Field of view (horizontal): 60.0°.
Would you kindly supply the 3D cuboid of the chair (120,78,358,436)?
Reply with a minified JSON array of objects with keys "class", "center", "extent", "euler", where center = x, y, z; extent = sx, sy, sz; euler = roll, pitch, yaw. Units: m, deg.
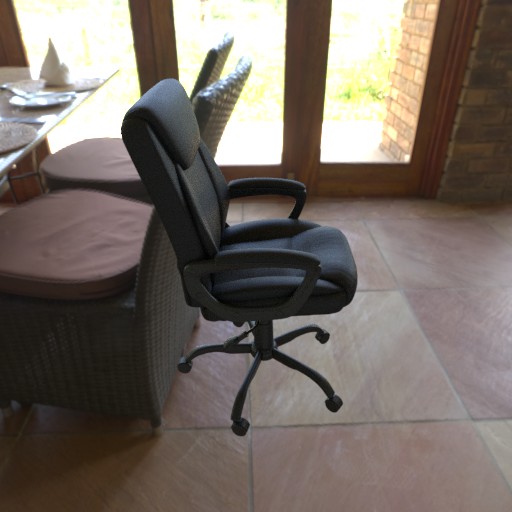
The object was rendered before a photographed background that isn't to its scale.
[{"class":"chair","center":[0.000,0.000,1.489],"extent":[0.655,1.072,0.615],"euler":[1,31,1]}]
